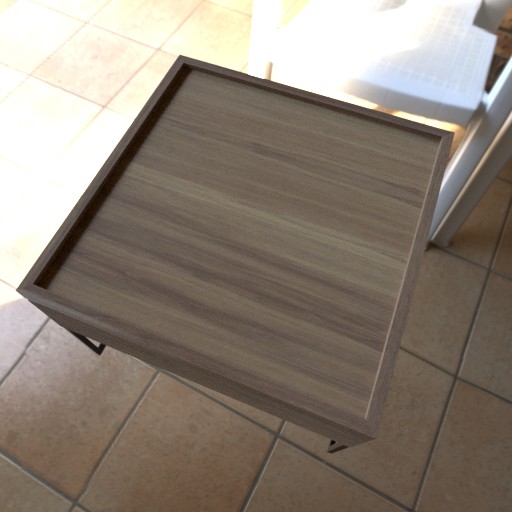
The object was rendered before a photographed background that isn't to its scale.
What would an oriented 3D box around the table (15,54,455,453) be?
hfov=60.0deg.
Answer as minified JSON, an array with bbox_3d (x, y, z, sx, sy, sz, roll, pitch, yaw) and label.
[{"bbox_3d":[0.000,0.000,1.100,0.679,0.464,0.676,20,65,10],"label":"table"}]
